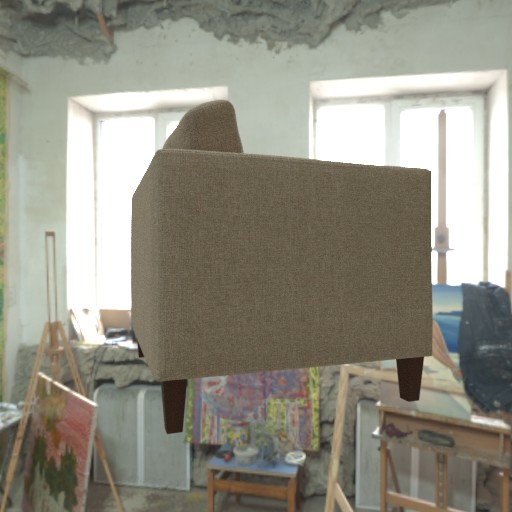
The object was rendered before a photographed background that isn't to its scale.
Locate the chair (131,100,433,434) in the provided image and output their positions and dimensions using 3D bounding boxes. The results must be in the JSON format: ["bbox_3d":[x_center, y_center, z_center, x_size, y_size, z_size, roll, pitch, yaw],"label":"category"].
[{"bbox_3d":[0.000,0.000,1.846,0.959,0.987,1.107,0,0,-19],"label":"chair"}]
